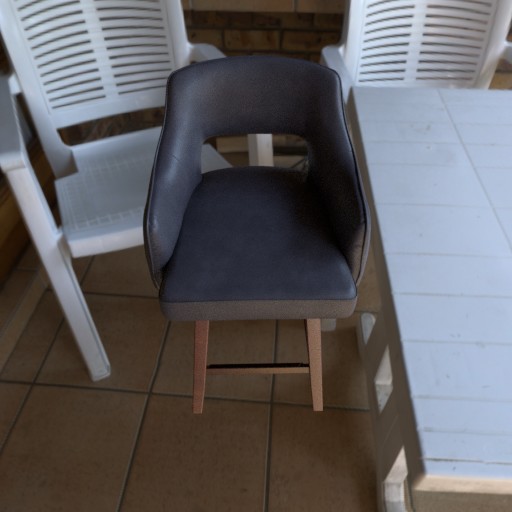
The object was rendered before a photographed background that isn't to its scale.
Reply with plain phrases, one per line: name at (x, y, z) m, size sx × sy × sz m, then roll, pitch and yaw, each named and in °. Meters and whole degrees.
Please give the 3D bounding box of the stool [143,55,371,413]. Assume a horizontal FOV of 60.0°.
stool at (0.000, 0.000, 1.291) m, size 0.550 × 0.936 × 0.560 m, roll -1°, pitch 45°, yaw -1°
